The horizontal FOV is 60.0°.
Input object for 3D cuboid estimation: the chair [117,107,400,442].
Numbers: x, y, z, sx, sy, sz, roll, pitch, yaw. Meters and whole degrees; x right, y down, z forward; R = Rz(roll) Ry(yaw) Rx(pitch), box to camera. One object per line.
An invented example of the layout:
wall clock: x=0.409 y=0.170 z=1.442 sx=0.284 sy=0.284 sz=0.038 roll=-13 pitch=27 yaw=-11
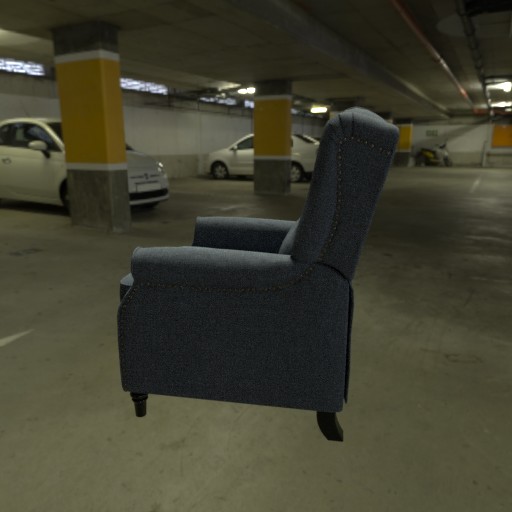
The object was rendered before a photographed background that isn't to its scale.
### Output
chair: x=0.000 y=0.000 z=1.656 sx=0.898 sy=1.035 sz=0.742 roll=3 pitch=14 yaw=10
